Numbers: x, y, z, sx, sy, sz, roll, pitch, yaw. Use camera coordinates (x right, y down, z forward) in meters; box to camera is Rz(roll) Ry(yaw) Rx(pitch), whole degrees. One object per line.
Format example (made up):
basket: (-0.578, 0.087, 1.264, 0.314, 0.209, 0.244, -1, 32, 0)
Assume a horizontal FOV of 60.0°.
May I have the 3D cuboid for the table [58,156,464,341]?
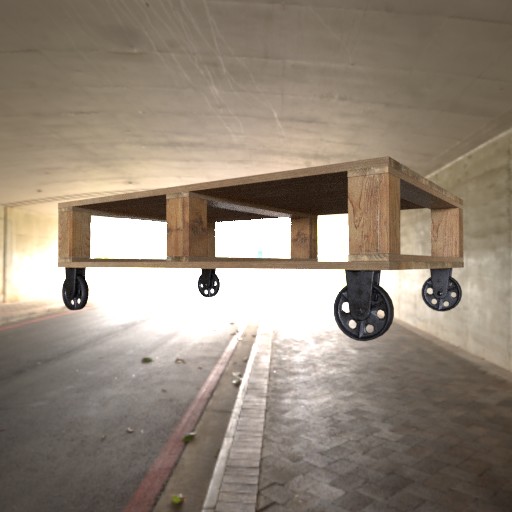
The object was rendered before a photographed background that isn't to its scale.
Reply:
table: (0.000, 0.000, 1.680, 1.299, 0.413, 0.827, -1, -1, 35)
